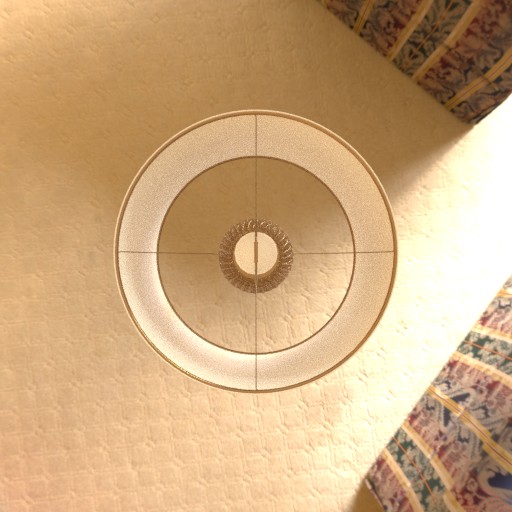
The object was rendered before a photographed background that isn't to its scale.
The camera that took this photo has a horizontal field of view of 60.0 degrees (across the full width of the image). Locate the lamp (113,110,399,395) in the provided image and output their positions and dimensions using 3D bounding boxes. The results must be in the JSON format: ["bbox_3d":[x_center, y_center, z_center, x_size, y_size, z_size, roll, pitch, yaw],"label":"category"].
[{"bbox_3d":[0.000,0.000,0.632,0.252,0.483,0.252,0,89,0],"label":"lamp"}]
